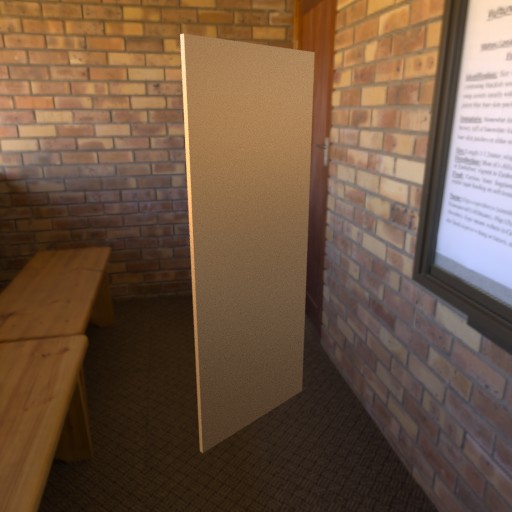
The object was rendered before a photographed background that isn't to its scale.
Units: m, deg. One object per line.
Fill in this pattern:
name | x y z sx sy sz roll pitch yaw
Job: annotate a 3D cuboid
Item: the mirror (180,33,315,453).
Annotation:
mirror | 0.000 0.000 2.337 0.812 2.031 0.025 -16 24 -41
